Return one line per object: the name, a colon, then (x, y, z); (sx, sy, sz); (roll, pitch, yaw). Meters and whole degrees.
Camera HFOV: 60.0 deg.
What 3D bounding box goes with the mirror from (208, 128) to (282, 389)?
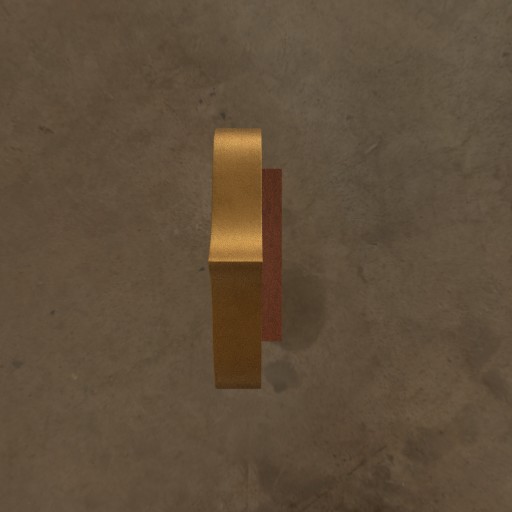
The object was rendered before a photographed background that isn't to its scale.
mirror: (0.000, 0.000, 0.728); (0.096, 0.613, 0.323); (0, 91, 0)
